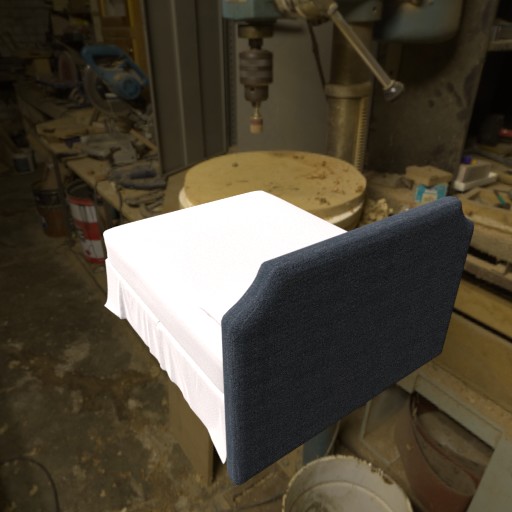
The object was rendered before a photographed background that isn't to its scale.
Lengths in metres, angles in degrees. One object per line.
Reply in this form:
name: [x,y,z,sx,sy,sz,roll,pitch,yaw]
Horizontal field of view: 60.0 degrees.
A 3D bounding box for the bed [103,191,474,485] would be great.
bed: [0.000,0.000,3.287,1.828,1.297,2.208,-19,34,-30]
